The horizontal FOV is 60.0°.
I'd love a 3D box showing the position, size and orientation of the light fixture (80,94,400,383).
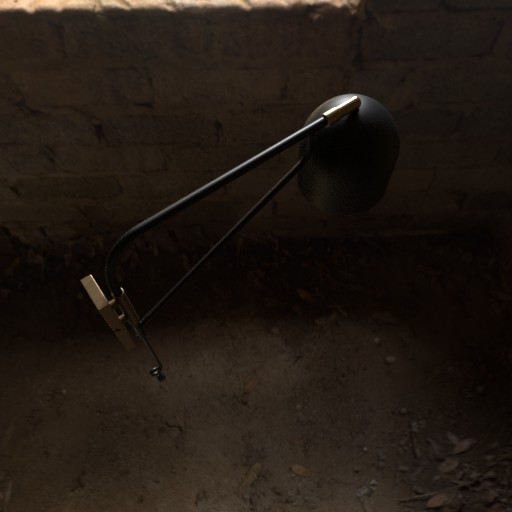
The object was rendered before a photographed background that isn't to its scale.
[{"bbox_3d":[0.000,0.000,1.069,0.720,0.696,0.215,-32,64,-18],"label":"light fixture"}]
